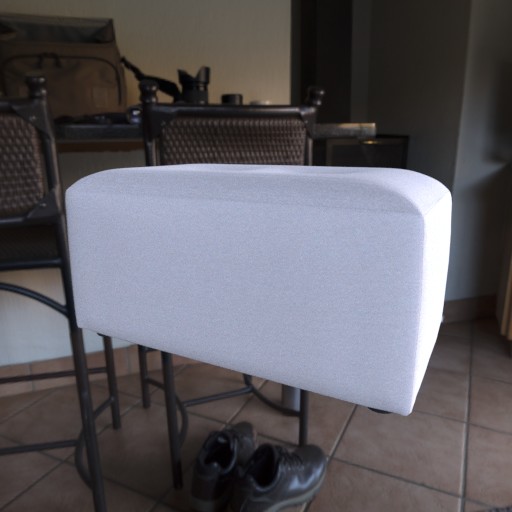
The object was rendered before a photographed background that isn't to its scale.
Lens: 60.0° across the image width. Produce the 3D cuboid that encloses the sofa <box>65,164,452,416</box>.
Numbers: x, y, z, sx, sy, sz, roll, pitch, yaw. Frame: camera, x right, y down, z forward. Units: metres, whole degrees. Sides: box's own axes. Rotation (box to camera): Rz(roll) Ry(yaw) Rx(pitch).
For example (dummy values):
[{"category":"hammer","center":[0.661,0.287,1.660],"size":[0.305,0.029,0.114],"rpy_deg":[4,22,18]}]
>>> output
[{"category":"sofa","center":[0.000,0.000,1.202],"size":[0.930,0.470,0.480],"rpy_deg":[7,16,27]}]
